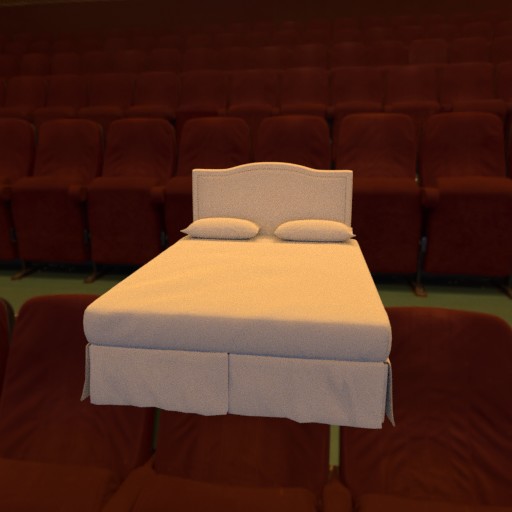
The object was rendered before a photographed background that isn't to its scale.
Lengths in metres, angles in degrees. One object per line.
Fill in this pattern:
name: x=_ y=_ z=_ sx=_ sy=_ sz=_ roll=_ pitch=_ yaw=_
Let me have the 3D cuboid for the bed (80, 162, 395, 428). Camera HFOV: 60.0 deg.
bed: x=0.000 y=0.000 z=3.708 sx=1.977 sy=1.437 sz=2.477 roll=2 pitch=14 yaw=7
